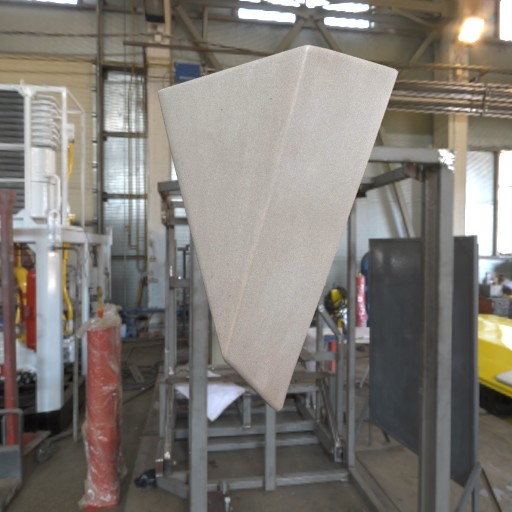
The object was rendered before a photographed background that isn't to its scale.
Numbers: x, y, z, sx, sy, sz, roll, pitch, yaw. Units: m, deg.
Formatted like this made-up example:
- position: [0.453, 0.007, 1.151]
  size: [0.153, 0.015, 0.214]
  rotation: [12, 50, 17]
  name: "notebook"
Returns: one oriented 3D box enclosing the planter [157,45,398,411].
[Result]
- position: [0.000, 0.000, 0.260]
  size: [0.150, 0.197, 0.060]
  rotation: [1, 1, 36]
  name: "planter"
